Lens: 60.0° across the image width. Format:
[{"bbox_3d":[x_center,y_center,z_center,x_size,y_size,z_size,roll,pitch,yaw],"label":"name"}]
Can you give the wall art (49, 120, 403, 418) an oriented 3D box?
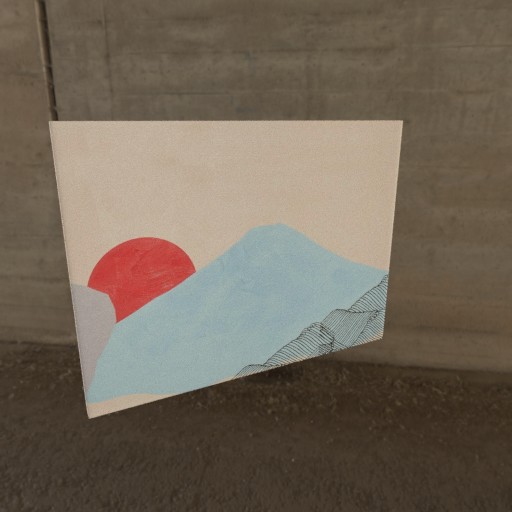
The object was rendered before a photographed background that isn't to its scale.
[{"bbox_3d":[0.000,0.000,1.563,1.219,0.912,0.042,-8,19,-25],"label":"wall art"}]
